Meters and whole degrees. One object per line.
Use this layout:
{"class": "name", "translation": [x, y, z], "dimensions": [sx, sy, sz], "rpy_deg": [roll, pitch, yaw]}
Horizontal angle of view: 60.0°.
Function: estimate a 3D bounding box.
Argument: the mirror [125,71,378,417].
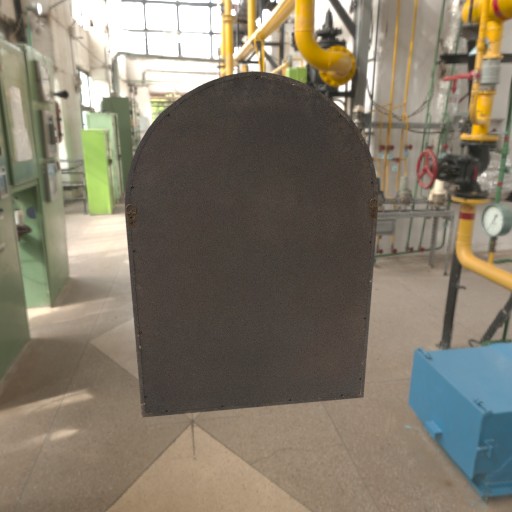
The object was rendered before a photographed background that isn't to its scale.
{"class": "mirror", "translation": [0.000, 0.000, 1.192], "dimensions": [0.660, 0.920, 0.032], "rpy_deg": [-2, 16, -8]}
